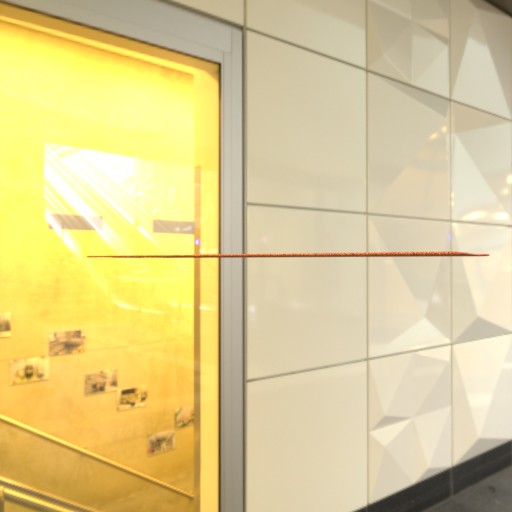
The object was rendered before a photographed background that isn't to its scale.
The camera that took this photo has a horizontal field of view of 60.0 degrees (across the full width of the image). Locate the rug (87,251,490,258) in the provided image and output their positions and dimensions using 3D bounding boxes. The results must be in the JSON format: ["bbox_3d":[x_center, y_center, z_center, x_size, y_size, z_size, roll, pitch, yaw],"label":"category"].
[{"bbox_3d":[0.000,0.000,2.546,2.307,0.012,0.687,0,-1,36],"label":"rug"}]
